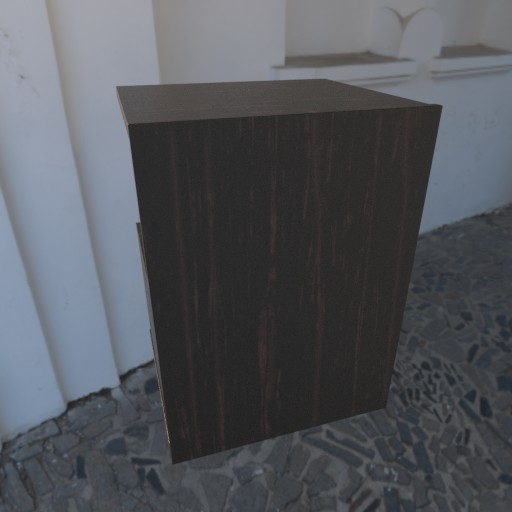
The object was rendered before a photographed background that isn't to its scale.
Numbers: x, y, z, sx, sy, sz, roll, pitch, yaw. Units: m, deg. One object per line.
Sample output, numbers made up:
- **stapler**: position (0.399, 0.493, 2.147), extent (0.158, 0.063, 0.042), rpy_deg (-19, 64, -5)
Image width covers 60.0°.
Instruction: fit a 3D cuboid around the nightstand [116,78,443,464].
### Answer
- **nightstand**: position (0.000, 0.000, 0.805), extent (0.400, 0.559, 0.356), rpy_deg (-8, 29, -16)
